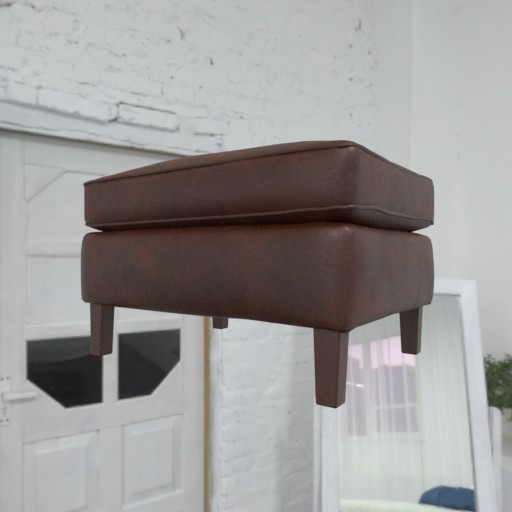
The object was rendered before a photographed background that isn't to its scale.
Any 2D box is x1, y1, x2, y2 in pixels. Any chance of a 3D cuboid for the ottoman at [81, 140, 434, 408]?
[{"bbox_3d":[0.000,0.000,0.985,0.665,0.432,0.501,0,1,35],"label":"ottoman"}]
